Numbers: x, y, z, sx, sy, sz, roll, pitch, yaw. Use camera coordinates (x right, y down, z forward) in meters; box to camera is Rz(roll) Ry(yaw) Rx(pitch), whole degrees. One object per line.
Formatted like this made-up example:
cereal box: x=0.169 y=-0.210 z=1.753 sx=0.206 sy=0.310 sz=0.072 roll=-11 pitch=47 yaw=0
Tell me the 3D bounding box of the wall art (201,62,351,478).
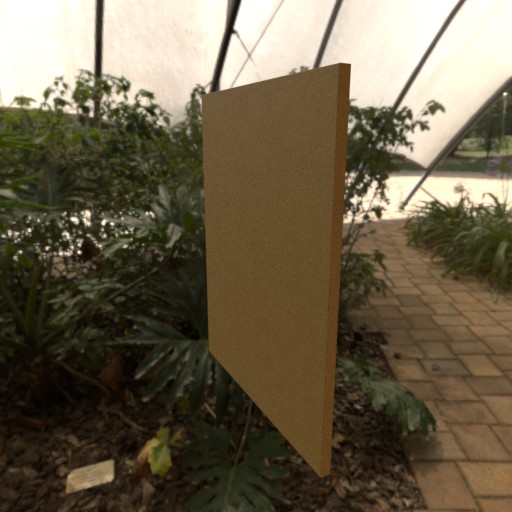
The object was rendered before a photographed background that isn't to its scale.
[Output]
wall art: x=0.000 y=0.000 z=1.373 sx=0.030 sy=1.002 sz=0.798 roll=-8 pitch=17 yaw=-26
